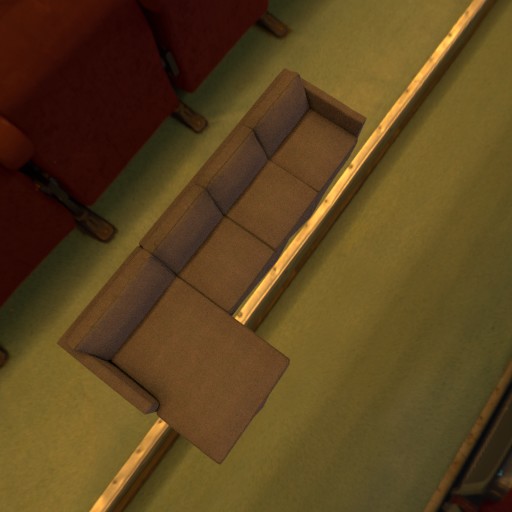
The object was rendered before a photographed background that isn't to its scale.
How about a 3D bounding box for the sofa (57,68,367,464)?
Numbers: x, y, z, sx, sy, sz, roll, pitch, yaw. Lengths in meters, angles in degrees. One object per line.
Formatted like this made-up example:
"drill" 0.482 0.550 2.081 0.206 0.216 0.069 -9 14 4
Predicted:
"sofa" 0.000 0.000 3.979 1.650 0.922 3.205 35 78 9
